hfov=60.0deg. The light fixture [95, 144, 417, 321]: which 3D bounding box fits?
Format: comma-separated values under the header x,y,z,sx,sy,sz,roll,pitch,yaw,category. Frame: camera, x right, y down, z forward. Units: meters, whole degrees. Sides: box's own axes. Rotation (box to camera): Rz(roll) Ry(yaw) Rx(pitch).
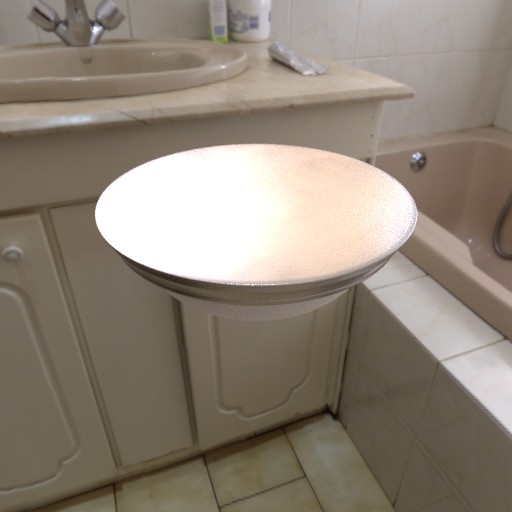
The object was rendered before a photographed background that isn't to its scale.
x,y,z,sx,sy,sz,roll,pitch,yaw,category
0.000,0.000,0.437,0.280,0.135,0.280,0,33,0,light fixture
